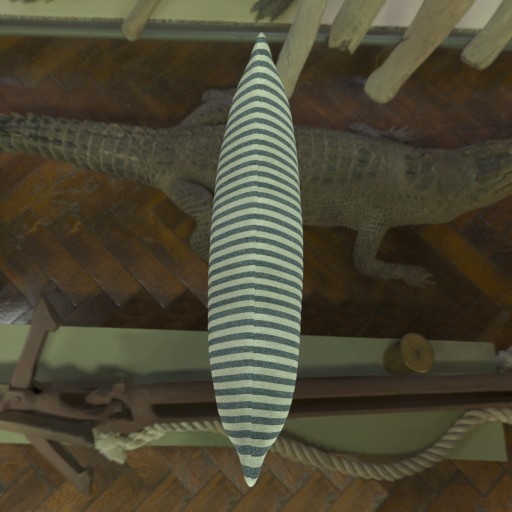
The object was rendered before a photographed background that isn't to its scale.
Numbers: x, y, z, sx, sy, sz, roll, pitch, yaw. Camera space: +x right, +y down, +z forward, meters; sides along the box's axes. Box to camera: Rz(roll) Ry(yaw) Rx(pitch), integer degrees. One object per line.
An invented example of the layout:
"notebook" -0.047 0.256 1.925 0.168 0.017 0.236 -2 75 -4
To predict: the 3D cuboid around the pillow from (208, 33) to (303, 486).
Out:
"pillow" 0.000 0.000 0.718 0.151 0.295 0.617 1 75 0
